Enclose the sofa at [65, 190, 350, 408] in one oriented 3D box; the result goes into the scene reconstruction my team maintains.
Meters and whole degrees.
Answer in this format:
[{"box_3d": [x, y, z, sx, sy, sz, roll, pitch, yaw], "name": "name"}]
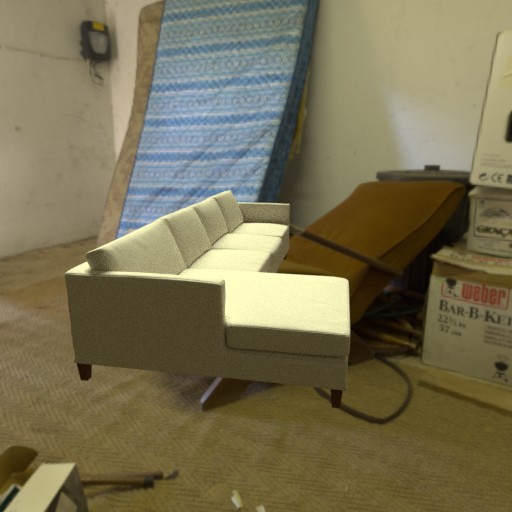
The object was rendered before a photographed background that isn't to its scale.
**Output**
[{"box_3d": [0.000, 0.000, 3.926, 1.625, 0.846, 3.186, 3, 15, 11], "name": "sofa"}]
